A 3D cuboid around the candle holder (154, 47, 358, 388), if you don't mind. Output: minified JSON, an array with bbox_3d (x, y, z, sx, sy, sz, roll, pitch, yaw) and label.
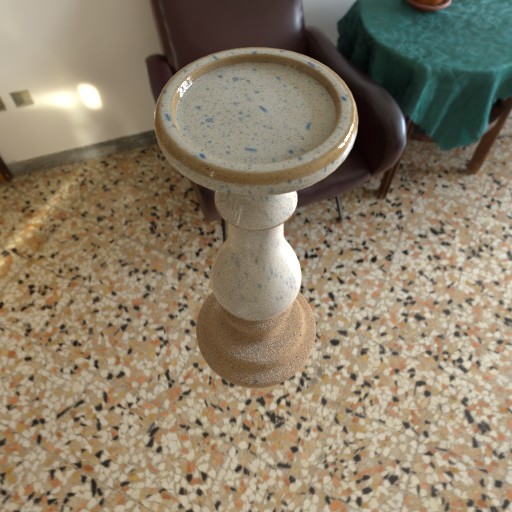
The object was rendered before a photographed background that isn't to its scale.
[{"bbox_3d":[0.000,0.000,0.247,0.088,0.203,0.088,0,56,0],"label":"candle holder"}]
